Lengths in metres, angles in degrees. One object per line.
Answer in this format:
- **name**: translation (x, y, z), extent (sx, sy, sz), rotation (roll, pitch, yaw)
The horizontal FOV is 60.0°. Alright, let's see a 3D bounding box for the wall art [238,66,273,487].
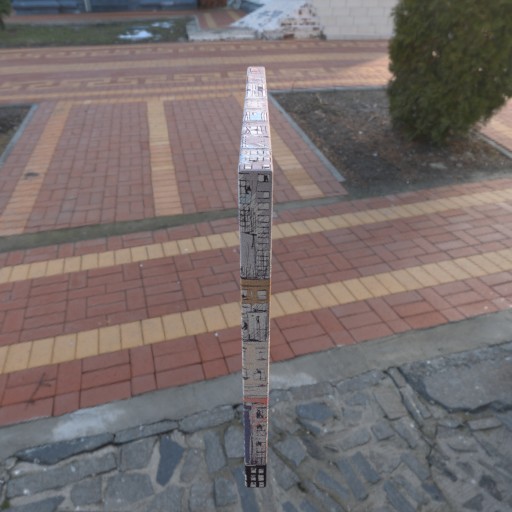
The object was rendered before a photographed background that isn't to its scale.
- **wall art**: translation (0.000, 0.000, 1.117), extent (0.048, 0.762, 0.761), rotation (0, 33, 0)
